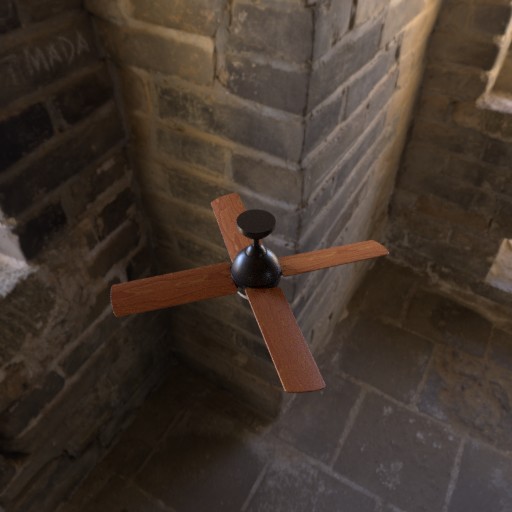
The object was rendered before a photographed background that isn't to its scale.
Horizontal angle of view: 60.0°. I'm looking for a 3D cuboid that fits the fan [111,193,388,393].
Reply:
[{"bbox_3d":[0.000,0.000,2.032,1.332,0.403,1.332,-11,42,-12],"label":"fan"}]
